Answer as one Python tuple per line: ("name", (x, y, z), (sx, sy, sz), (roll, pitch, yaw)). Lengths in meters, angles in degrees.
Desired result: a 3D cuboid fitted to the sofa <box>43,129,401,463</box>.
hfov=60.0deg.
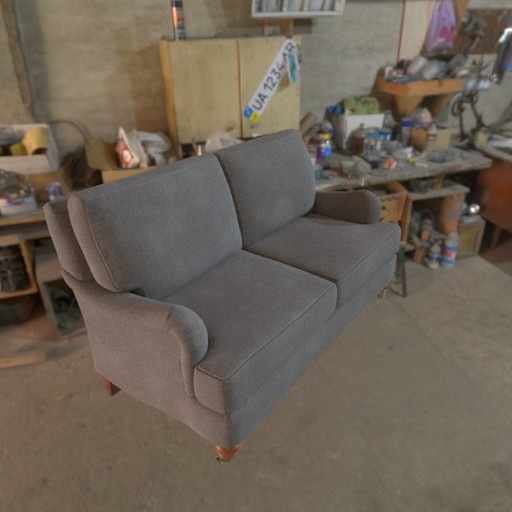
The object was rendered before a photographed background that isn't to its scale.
("sofa", (0.000, 0.000, 2.511), (1.084, 1.101, 1.853), (19, 32, 32))
